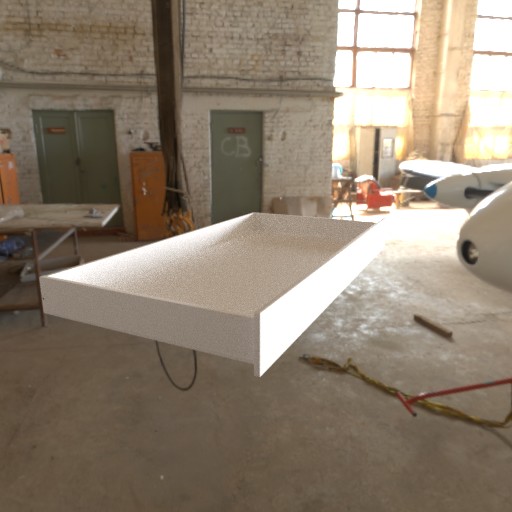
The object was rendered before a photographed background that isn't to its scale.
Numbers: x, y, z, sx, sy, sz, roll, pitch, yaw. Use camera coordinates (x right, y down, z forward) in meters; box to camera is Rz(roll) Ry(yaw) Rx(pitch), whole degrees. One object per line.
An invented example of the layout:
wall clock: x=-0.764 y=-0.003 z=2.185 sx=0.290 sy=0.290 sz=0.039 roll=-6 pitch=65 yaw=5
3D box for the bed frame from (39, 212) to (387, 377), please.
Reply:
bed frame: x=0.000 y=0.000 z=1.598 sx=0.670 sy=0.141 sz=1.300 roll=7 pitch=16 yaw=26
